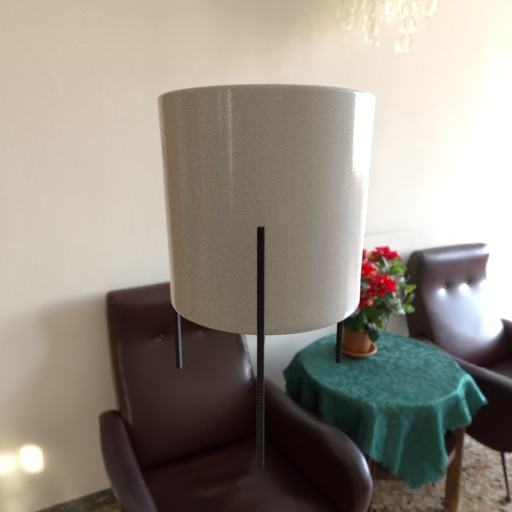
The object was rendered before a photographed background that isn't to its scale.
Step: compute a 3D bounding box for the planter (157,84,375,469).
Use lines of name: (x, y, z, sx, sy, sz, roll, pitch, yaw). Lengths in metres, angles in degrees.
planter: (0.000, 0.000, 0.640, 0.308, 0.431, 0.307, 7, 16, 27)
